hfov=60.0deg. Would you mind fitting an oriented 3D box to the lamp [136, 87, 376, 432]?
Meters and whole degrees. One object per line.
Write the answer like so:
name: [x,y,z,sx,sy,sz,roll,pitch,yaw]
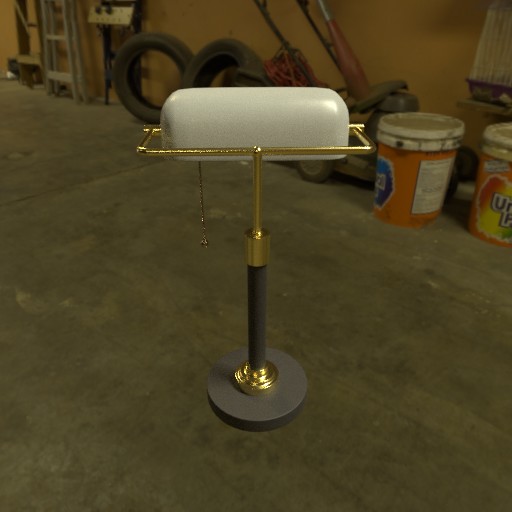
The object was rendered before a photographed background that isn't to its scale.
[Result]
lamp: [0.000,0.000,0.581,0.269,0.404,0.227,-1,29,-2]
